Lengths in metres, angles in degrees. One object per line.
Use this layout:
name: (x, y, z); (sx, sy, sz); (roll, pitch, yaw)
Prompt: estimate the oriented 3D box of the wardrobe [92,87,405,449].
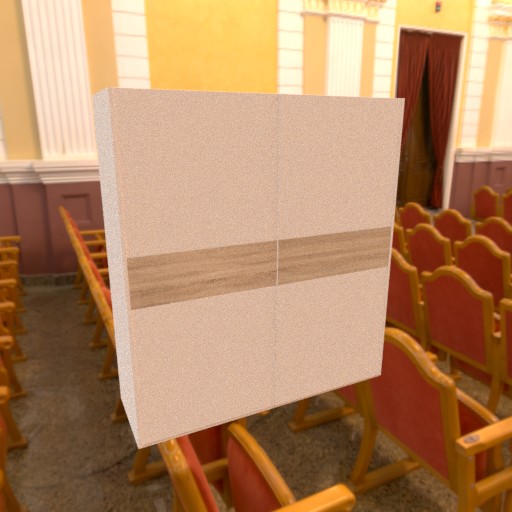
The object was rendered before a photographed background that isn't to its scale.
wardrobe: (0.000, 0.000, 2.986); (1.830, 2.020, 0.600); (-8, 18, -25)
